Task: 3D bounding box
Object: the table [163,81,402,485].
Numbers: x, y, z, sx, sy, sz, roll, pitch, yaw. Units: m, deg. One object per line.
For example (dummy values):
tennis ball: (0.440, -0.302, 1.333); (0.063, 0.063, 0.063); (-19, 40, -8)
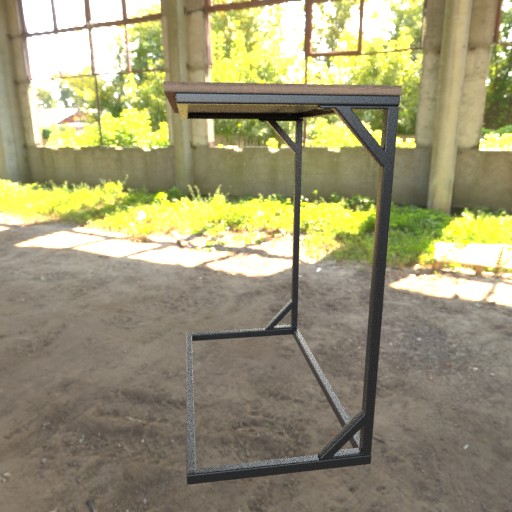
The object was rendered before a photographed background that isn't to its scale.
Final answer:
table: (0.000, 0.000, 1.009); (0.351, 0.673, 0.597); (-2, 15, -8)
